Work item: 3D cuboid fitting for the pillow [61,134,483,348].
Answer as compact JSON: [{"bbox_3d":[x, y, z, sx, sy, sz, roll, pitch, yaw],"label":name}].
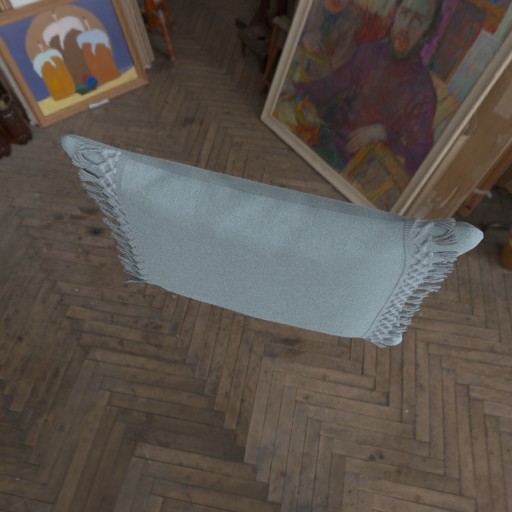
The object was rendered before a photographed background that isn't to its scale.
[{"bbox_3d":[0.000,0.000,0.591,0.466,0.305,0.084,14,59,9],"label":"pillow"}]
